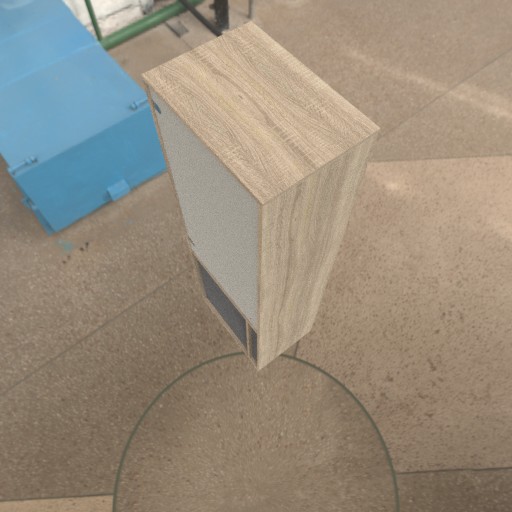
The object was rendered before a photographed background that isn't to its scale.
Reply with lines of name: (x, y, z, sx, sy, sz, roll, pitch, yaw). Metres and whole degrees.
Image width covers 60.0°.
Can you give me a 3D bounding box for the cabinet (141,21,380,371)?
cabinet: (0.000, 0.000, 2.050, 0.400, 1.850, 0.570, -34, 67, -17)
